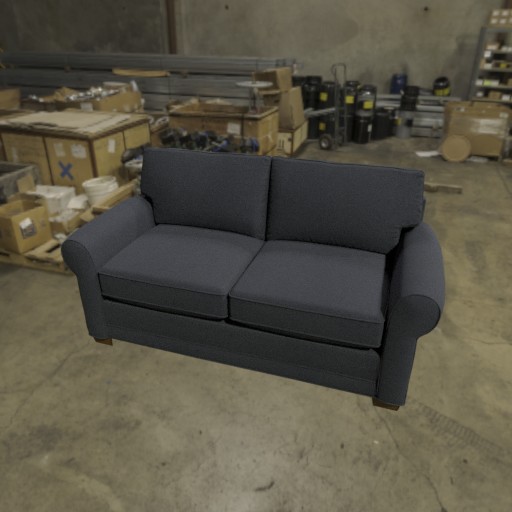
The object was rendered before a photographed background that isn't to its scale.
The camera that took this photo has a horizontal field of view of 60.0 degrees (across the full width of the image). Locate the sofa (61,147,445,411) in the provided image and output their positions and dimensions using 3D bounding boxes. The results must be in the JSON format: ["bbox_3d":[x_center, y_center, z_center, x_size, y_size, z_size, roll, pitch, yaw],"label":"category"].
[{"bbox_3d":[0.000,0.000,2.571,2.009,1.031,0.951,8,28,16],"label":"sofa"}]
